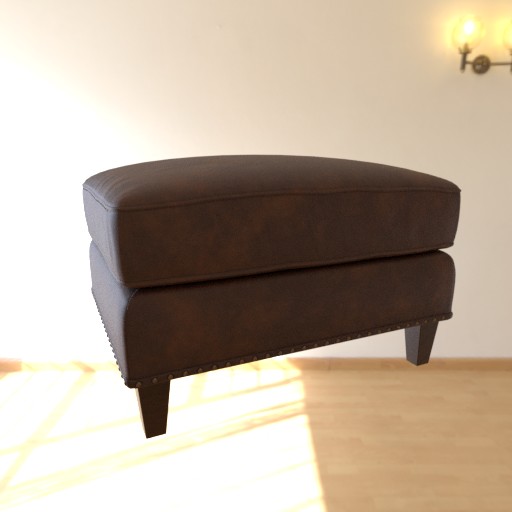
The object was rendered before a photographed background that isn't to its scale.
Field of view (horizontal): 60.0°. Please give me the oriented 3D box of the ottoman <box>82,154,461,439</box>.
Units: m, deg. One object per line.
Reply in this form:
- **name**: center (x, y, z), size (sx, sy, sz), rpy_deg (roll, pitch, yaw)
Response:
- **ottoman**: center (0.000, 0.000, 1.090), size (0.742, 0.486, 0.586), rpy_deg (-6, 15, -25)
